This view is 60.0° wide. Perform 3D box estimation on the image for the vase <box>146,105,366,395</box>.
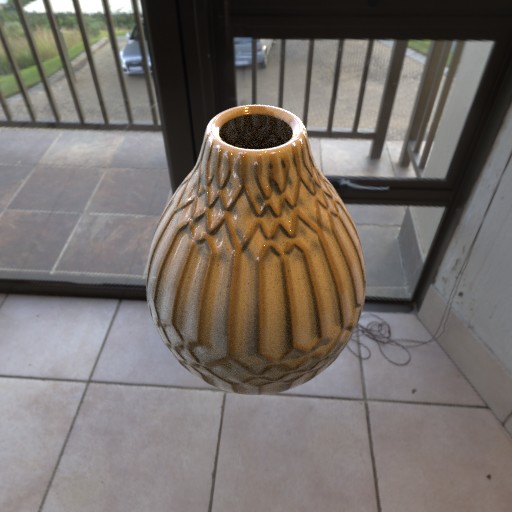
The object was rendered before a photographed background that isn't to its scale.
[{"bbox_3d":[0.000,0.000,0.312,0.159,0.200,0.159,0,45,0],"label":"vase"}]
